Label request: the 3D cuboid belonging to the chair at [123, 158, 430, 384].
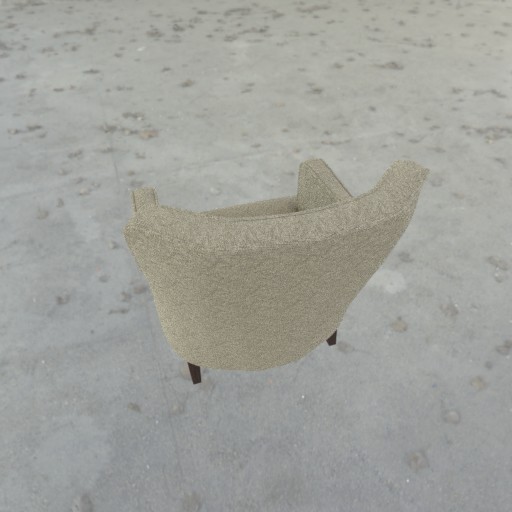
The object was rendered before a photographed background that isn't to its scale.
[{"bbox_3d":[0.000,0.000,1.647,0.820,0.920,0.910,-12,43,-14],"label":"chair"}]
